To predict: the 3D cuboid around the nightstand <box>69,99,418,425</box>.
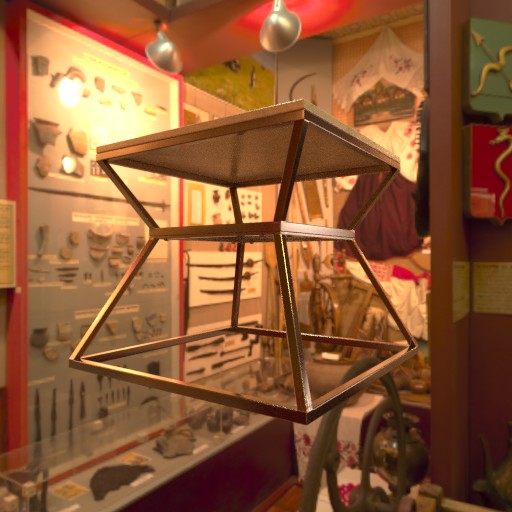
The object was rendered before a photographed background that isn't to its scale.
[{"bbox_3d":[0.000,0.000,0.910,0.513,0.426,0.514,0,0,35],"label":"nightstand"}]
